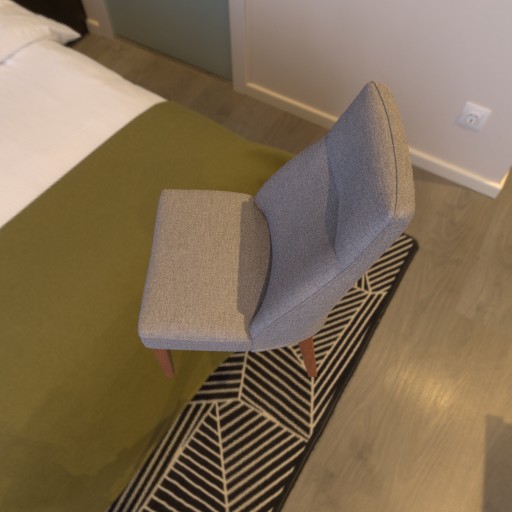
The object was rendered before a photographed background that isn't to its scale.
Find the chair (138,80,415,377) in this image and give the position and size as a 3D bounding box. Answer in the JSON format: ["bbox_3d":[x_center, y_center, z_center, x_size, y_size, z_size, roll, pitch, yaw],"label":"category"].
[{"bbox_3d":[0.000,0.000,1.271,0.620,0.930,0.500,1,59,1],"label":"chair"}]
